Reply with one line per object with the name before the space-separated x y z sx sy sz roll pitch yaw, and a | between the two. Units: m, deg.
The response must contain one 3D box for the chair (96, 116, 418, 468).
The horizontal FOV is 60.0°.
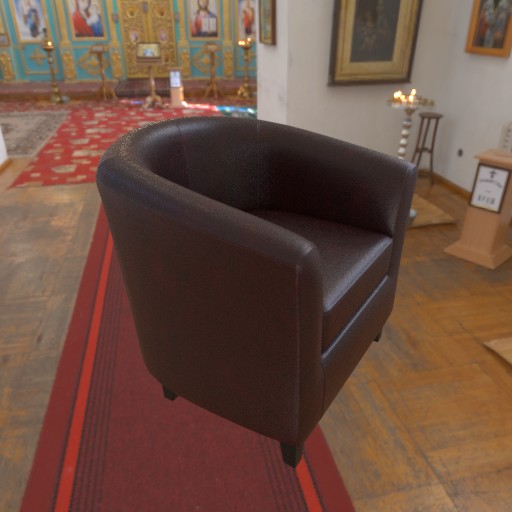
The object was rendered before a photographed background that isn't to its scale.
chair | 0.000 0.000 1.365 0.727 0.756 0.792 16 31 29
